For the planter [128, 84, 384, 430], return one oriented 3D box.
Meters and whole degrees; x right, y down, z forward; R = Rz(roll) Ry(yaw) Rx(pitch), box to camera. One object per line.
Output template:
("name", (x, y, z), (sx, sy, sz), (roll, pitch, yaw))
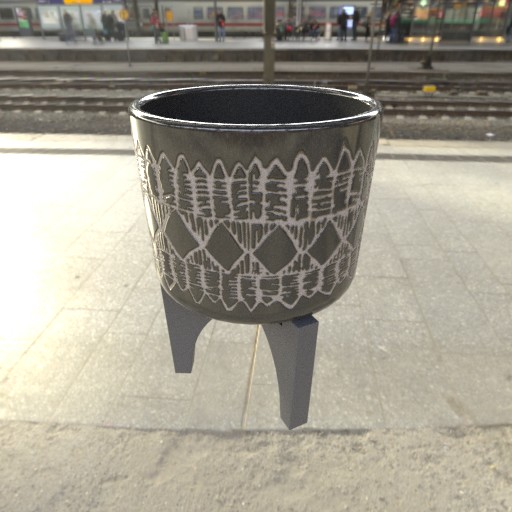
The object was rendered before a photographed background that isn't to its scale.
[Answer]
("planter", (0.000, 0.000, 0.528), (0.251, 0.355, 0.251), (1, 28, 2))
